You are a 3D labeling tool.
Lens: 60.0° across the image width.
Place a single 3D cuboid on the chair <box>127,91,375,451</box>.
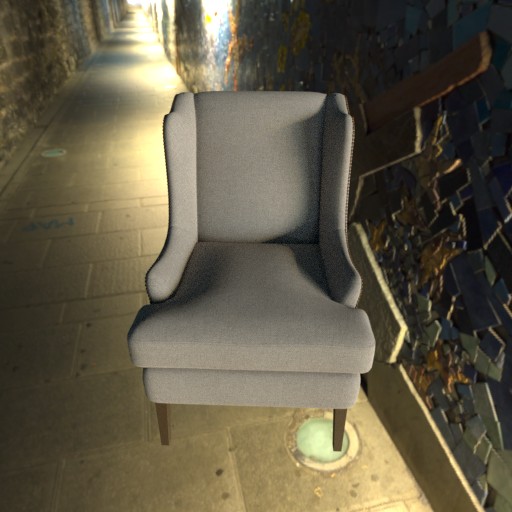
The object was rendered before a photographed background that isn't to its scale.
[{"bbox_3d":[0.000,0.000,1.653,0.737,1.029,0.940,1,30,2],"label":"chair"}]
